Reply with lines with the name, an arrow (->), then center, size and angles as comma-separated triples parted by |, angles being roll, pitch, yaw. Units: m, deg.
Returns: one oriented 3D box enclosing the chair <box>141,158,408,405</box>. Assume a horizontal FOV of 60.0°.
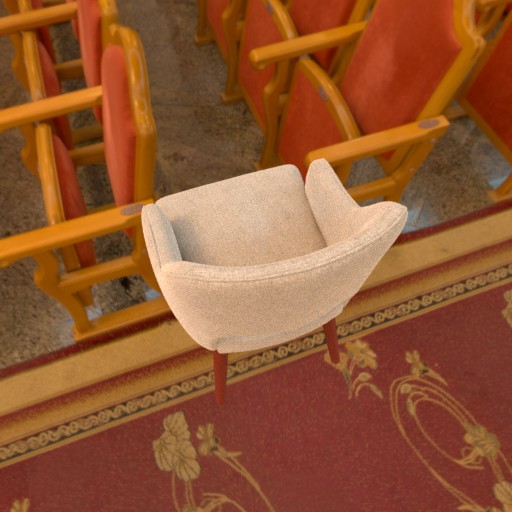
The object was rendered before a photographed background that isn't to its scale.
chair -> 0.000, 0.000, 1.222 | 0.548, 0.849, 0.605 | -17, 60, -10
